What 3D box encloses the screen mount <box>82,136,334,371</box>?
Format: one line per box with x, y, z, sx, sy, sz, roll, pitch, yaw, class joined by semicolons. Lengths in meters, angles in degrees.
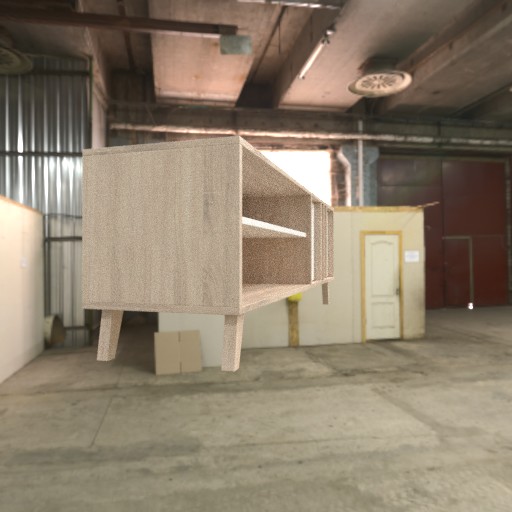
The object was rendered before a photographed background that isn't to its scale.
0.000;0.000;1.718;0.400;0.510;1.500;0;0;18;screen mount
